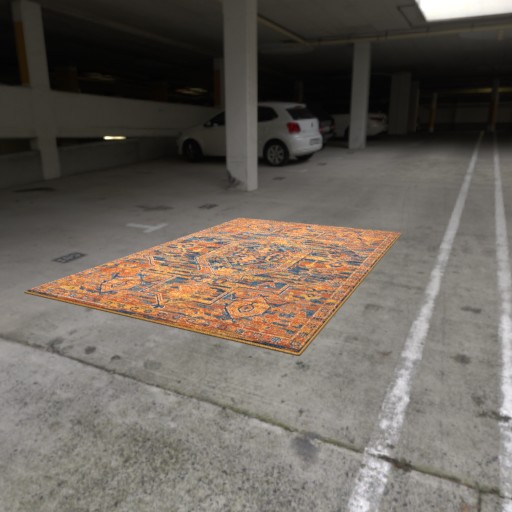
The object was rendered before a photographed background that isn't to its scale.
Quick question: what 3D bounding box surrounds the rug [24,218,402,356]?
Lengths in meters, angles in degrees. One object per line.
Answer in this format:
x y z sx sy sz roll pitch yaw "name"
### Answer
0.000 0.000 2.237 1.148 0.013 1.758 8 17 25 "rug"
